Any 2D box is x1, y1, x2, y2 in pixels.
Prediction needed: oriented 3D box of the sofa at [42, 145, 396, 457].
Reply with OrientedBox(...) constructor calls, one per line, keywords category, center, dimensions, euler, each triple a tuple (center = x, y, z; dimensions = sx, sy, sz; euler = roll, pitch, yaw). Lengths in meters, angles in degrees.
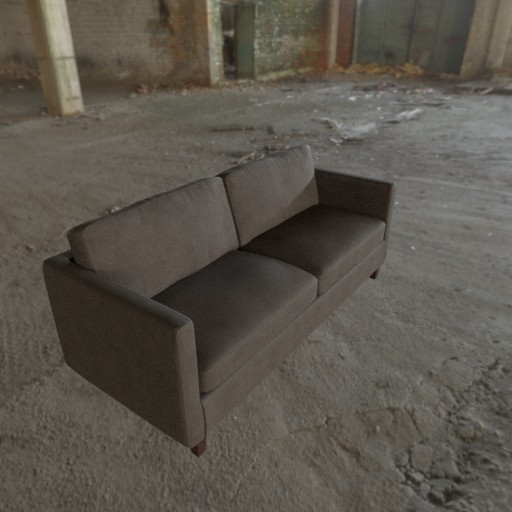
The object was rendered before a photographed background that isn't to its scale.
OrientedBox(category="sofa", center=(0.000, 0.000, 2.745), dimensions=(0.951, 0.965, 2.208), euler=(19, 32, 32))
